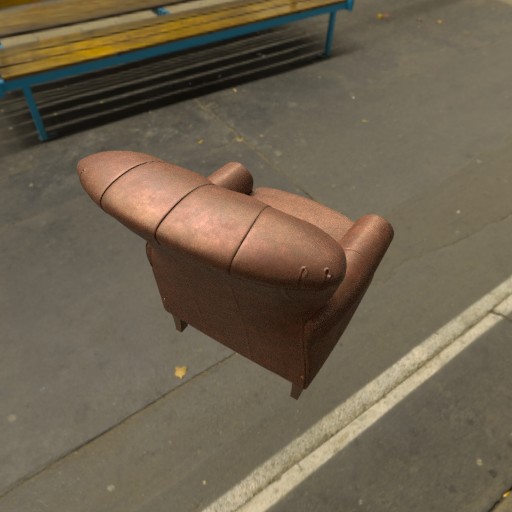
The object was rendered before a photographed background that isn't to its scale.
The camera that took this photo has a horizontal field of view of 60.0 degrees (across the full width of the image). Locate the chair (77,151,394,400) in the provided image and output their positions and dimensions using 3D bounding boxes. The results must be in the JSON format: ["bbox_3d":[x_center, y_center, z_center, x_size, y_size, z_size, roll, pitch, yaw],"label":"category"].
[{"bbox_3d":[0.000,0.000,1.916,0.979,1.162,1.031,25,51,22],"label":"chair"}]
